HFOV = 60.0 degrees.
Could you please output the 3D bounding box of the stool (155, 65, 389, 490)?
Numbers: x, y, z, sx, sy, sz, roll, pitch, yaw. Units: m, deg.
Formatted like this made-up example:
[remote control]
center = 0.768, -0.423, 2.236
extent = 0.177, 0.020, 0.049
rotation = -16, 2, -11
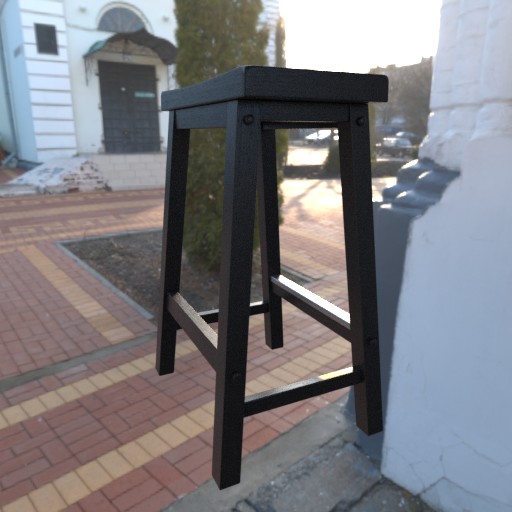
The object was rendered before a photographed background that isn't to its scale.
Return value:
[stool]
center = 0.000, 0.000, 0.841
extent = 0.322, 0.610, 0.406
rotation = -7, 17, -25
